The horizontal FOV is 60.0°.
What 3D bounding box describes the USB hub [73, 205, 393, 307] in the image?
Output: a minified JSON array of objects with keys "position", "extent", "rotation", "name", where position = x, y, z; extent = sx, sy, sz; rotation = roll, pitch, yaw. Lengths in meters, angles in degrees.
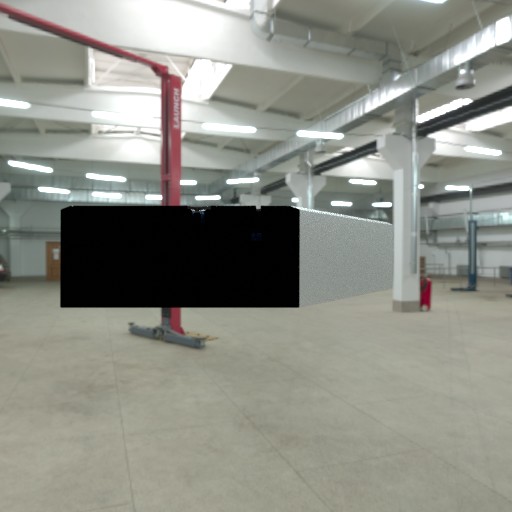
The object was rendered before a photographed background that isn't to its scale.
[{"position":[0.000,0.000,0.124],"extent":[0.044,0.023,0.110],"rotation":[0,0,35],"name":"USB hub"}]
